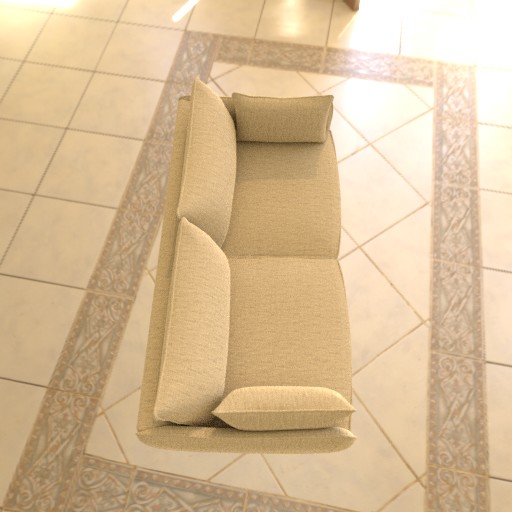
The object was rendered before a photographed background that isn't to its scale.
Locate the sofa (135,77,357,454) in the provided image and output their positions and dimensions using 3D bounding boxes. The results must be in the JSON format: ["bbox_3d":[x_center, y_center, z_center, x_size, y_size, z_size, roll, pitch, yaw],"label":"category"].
[{"bbox_3d":[0.000,0.000,2.446,0.991,0.860,1.989,1,65,1],"label":"sofa"}]
